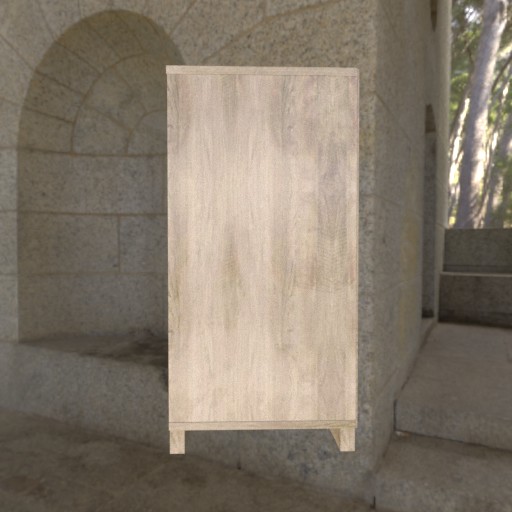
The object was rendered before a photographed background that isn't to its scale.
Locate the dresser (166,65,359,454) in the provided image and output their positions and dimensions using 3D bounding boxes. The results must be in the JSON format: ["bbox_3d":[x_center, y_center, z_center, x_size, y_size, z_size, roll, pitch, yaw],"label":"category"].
[{"bbox_3d":[0.000,0.000,1.431,0.404,0.816,0.994,0,1,-2],"label":"dresser"}]
